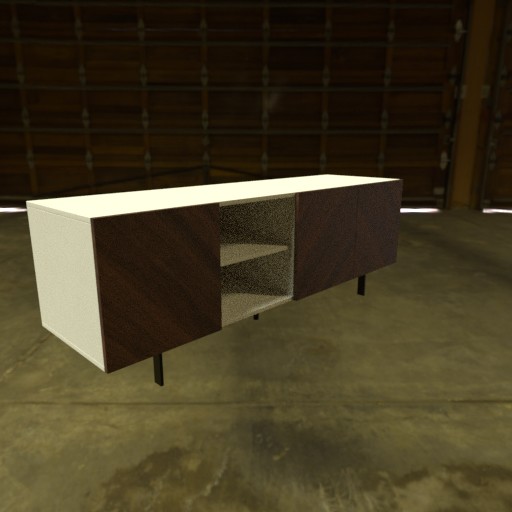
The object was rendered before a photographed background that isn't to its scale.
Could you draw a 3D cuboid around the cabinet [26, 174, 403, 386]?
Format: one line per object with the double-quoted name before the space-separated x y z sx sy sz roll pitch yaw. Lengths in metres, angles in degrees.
"cabinet" 0.000 0.000 1.747 0.431 0.533 1.499 14 20 43
